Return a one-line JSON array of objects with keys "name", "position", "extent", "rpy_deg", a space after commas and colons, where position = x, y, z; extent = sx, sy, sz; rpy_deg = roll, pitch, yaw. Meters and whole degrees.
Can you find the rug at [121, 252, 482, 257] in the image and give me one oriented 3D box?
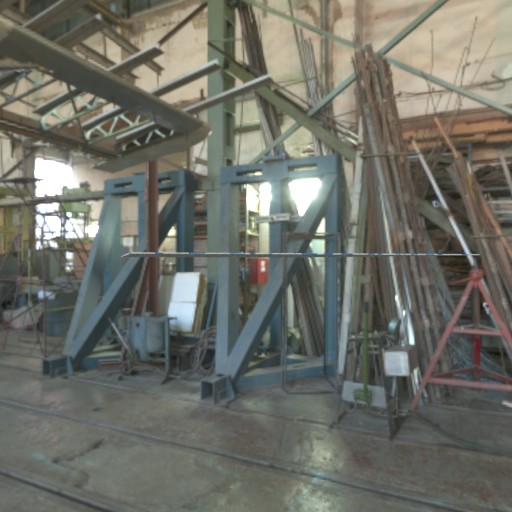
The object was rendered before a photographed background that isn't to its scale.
[{"name": "rug", "position": [0.000, 0.000, 4.225], "extent": [2.435, 0.007, 3.007], "rpy_deg": [0, -1, -18]}]
